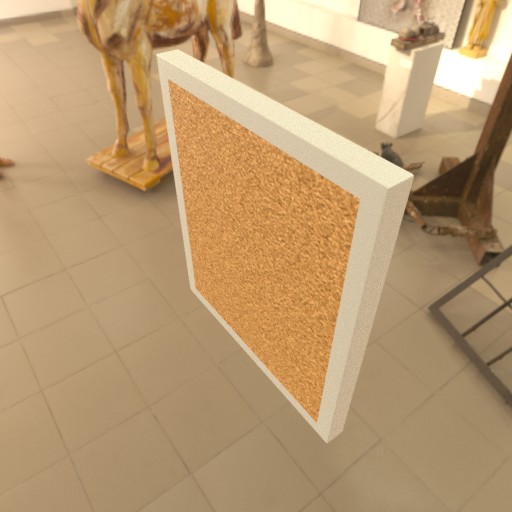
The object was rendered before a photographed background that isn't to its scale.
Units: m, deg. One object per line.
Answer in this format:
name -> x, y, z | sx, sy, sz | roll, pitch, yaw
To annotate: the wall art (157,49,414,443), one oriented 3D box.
wall art -> 0.000, 0.000, 0.528 | 0.028, 0.381, 0.331 | -27, 49, -26
